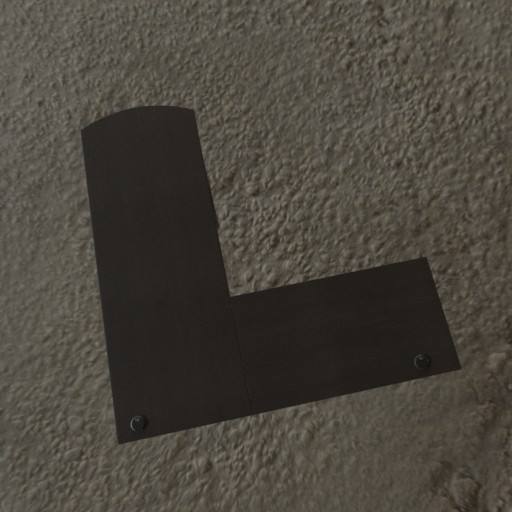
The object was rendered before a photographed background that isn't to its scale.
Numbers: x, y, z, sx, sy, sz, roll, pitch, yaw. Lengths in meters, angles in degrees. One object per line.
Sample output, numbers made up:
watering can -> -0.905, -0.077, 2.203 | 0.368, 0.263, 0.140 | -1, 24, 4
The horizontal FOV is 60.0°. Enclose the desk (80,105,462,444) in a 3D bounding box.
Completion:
desk -> 0.000, 0.000, 2.149 | 1.303, 0.716, 1.361 | -11, 76, -3
